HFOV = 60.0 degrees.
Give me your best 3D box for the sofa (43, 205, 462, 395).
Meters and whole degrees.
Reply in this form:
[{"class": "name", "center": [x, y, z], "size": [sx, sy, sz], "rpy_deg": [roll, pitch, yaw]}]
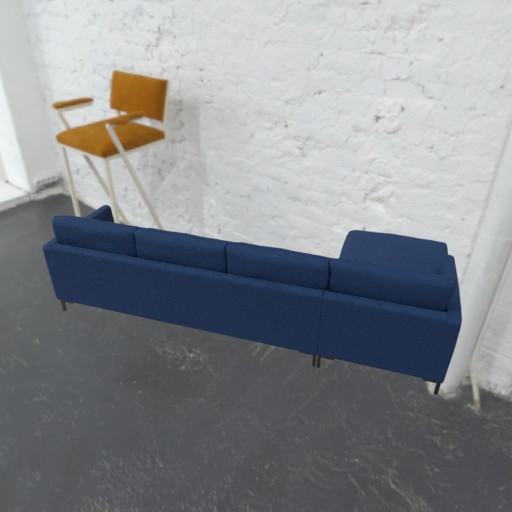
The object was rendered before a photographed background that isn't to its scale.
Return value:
[{"class": "sofa", "center": [0.000, 0.000, 2.937], "size": [2.450, 0.679, 1.128], "rpy_deg": [9, 32, 15]}]
